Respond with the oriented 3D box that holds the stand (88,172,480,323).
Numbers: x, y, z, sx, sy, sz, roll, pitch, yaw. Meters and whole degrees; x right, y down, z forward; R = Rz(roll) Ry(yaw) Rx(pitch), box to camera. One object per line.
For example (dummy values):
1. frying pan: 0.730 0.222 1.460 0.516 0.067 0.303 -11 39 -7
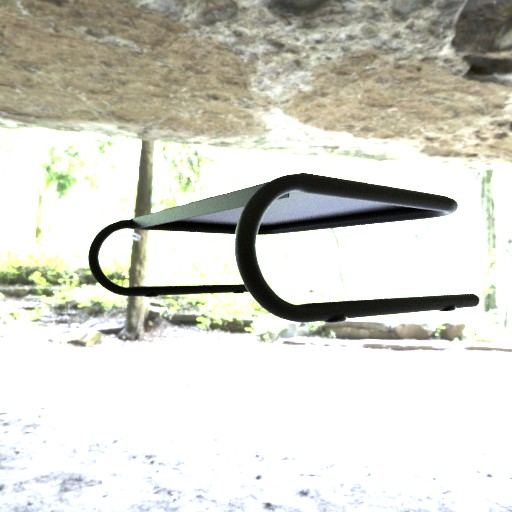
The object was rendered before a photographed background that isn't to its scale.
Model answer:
1. stand: 0.000 0.000 0.506 0.280 0.108 0.370 1 -2 -35
